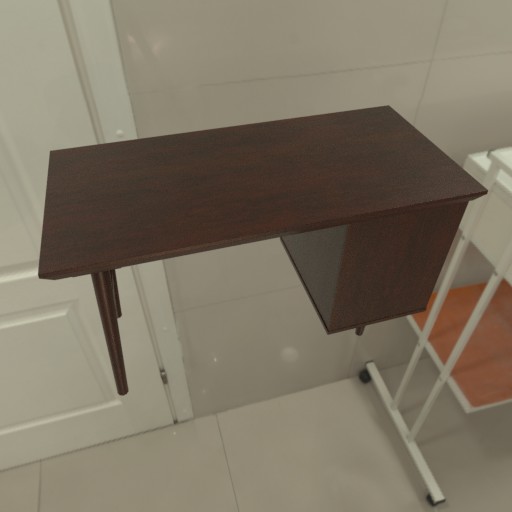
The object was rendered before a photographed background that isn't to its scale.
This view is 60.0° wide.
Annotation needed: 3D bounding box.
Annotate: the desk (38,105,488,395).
[{"bbox_3d":[0.000,0.000,1.674,1.277,0.758,0.612,-11,44,-12],"label":"desk"}]
